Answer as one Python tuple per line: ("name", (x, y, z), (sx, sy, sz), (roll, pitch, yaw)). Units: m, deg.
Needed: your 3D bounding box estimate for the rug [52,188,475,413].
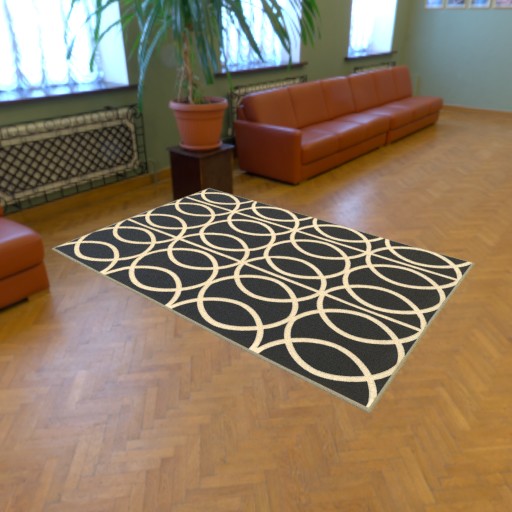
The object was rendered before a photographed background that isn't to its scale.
("rug", (0.000, 0.000, 2.864), (2.294, 0.014, 1.528), (20, 34, 33))
